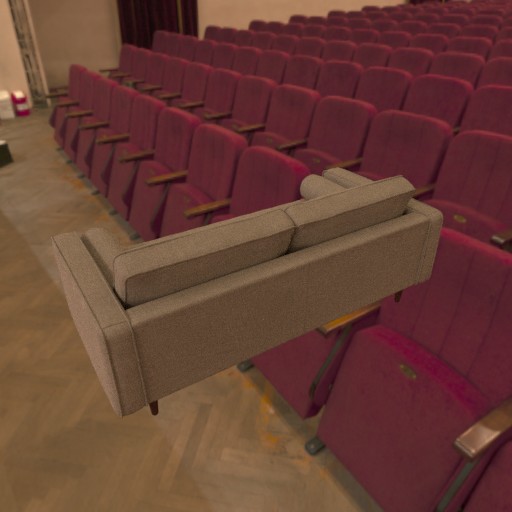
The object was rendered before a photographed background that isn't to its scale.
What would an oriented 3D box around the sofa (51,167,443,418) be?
[{"bbox_3d":[0.000,0.000,2.384,1.879,0.762,0.914,-18,35,-27],"label":"sofa"}]
